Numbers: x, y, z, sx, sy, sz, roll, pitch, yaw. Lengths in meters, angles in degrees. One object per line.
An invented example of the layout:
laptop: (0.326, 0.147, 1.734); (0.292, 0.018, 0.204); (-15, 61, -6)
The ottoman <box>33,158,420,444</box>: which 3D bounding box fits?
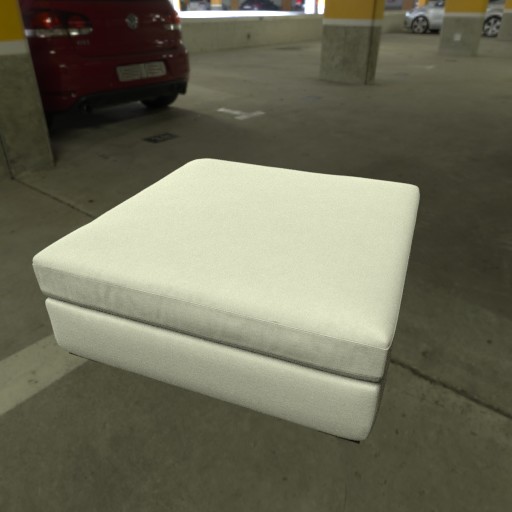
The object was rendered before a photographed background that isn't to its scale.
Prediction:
ottoman: (0.000, 0.000, 1.787); (1.163, 0.482, 1.167); (11, 32, 18)
